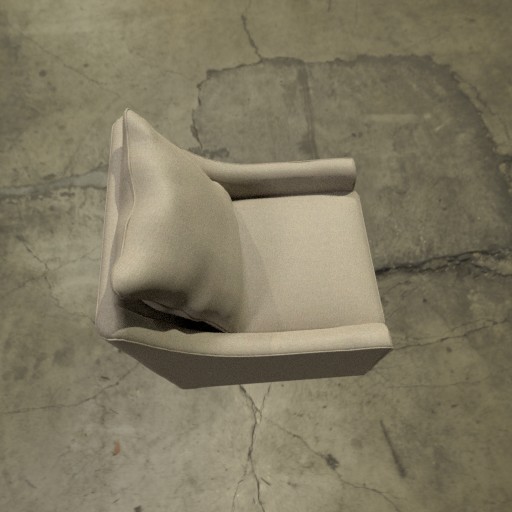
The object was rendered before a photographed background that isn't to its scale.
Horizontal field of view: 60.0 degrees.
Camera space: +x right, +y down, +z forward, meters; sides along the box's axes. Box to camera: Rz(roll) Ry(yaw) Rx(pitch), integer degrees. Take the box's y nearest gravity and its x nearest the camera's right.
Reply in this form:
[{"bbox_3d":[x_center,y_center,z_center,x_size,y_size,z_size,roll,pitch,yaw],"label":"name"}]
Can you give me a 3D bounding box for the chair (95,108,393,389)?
[{"bbox_3d":[0.000,0.000,1.603,0.876,0.942,0.760,-4,64,-2],"label":"chair"}]
